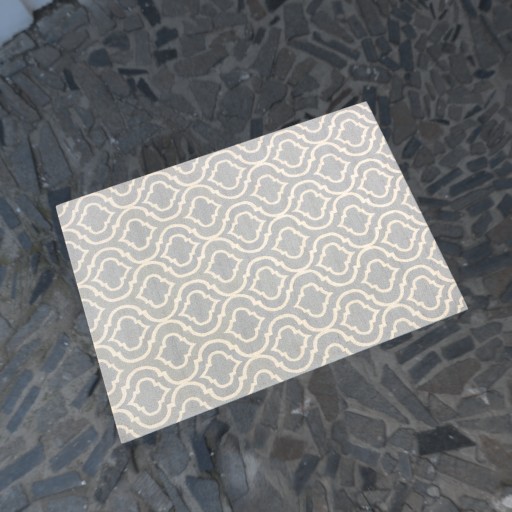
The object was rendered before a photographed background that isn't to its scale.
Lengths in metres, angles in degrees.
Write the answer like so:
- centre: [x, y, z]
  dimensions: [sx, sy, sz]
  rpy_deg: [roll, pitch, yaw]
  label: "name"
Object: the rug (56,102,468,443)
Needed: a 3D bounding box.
- centre: [0.000, 0.000, 2.638]
  dimensions: [2.080, 0.010, 1.451]
  rpy_deg: [-20, 77, -5]
  label: "rug"
